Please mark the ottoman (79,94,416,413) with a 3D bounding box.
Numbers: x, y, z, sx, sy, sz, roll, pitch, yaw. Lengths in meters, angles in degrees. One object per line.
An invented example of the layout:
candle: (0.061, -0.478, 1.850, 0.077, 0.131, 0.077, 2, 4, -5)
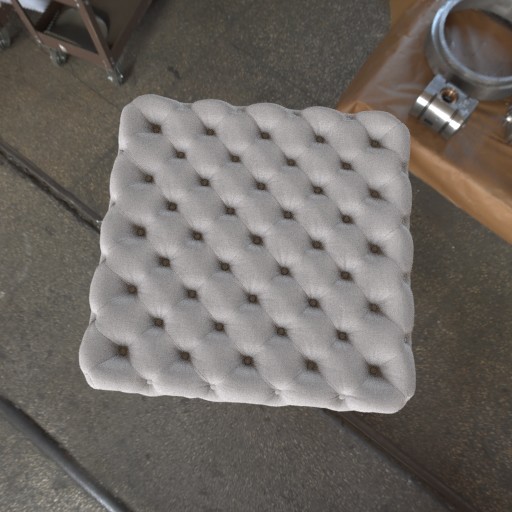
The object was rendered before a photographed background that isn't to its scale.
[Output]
ottoman: (0.000, 0.000, 1.199, 0.764, 0.365, 0.758, 4, 75, 1)
